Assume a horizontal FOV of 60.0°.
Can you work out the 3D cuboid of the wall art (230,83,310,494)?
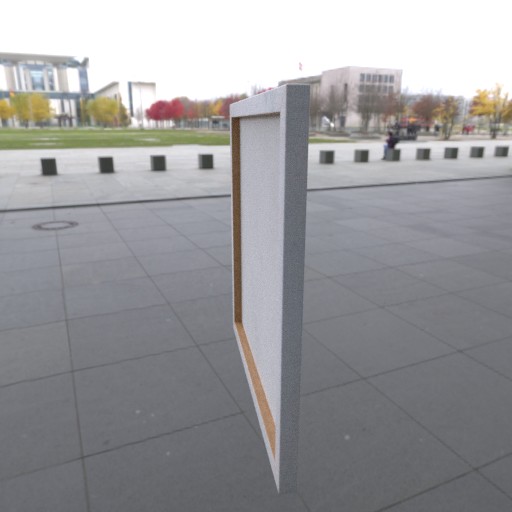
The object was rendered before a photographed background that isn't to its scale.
[{"bbox_3d":[0.000,0.000,1.132,0.038,0.762,0.762,-3,17,-9],"label":"wall art"}]
